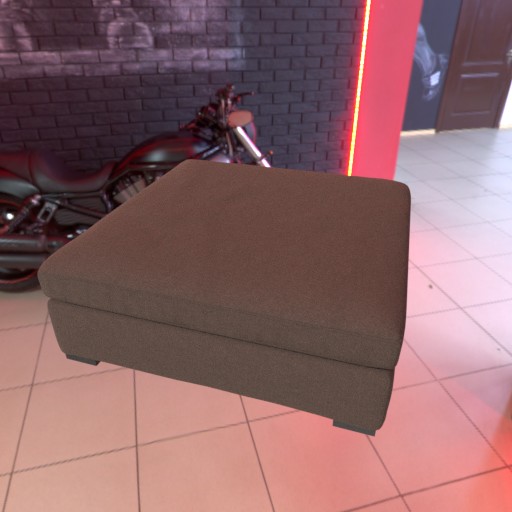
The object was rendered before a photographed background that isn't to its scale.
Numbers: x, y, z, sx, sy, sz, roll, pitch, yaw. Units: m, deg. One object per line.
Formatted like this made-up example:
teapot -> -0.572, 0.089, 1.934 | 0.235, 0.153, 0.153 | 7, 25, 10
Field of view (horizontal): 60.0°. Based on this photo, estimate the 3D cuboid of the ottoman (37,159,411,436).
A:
ottoman -> 0.000, 0.000, 1.854 | 1.181, 0.470, 1.181 | 9, 32, 15
